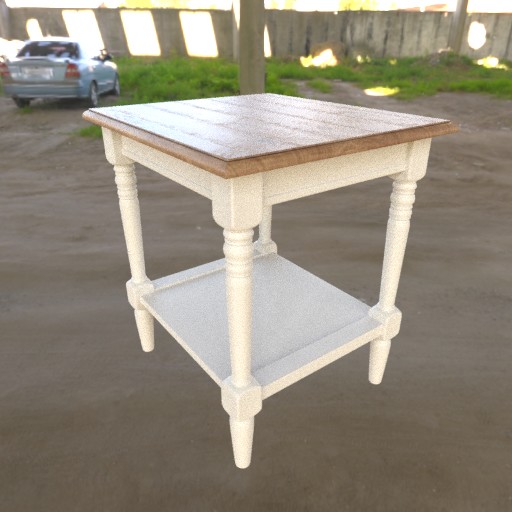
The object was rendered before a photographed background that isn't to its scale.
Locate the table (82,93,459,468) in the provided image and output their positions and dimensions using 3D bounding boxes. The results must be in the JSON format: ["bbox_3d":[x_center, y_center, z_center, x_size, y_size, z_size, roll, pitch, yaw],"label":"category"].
[{"bbox_3d":[0.000,0.000,0.910,0.457,0.561,0.508,-18,32,-32],"label":"table"}]
